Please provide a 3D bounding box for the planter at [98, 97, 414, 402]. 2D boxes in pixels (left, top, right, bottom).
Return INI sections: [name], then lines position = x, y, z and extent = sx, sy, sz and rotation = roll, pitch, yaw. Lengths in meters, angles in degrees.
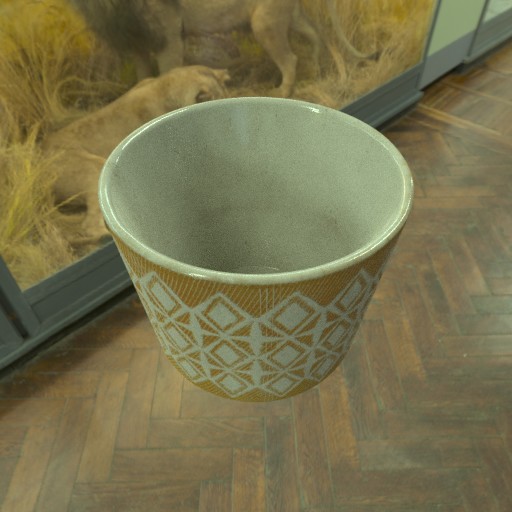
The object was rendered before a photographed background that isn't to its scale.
[planter]
position = 0.000, 0.000, 0.219
extent = 0.126, 0.104, 0.126
rotation = 0, 45, 0
